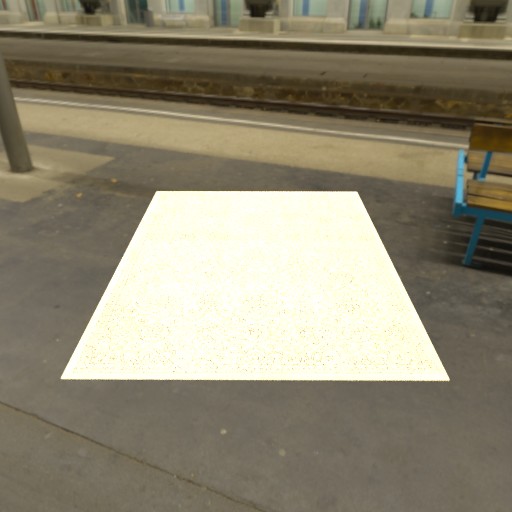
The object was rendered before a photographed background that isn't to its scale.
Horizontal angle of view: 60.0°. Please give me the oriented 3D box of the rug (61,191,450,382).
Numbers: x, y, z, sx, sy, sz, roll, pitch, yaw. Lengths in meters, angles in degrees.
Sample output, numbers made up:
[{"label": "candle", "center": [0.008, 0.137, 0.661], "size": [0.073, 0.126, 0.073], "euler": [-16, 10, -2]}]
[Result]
[{"label": "rug", "center": [0.000, 0.000, 4.083], "size": [2.441, 0.015, 3.050], "euler": [0, 31, 0]}]
